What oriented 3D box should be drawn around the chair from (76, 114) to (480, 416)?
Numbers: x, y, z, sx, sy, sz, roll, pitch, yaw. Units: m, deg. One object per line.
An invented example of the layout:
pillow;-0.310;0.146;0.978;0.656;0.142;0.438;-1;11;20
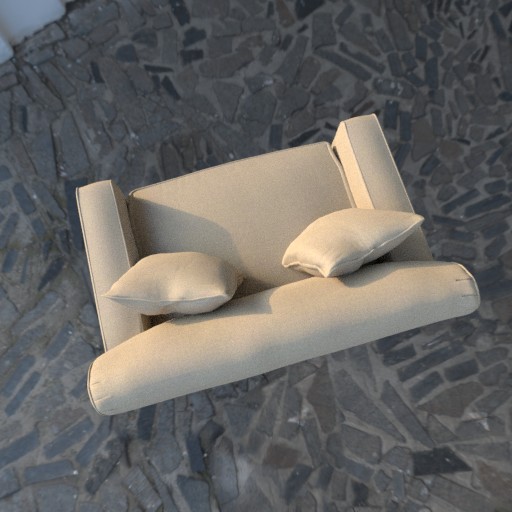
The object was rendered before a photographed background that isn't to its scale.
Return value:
chair;0.000;0.000;1.997;1.383;0.948;1.000;-15;76;-4
